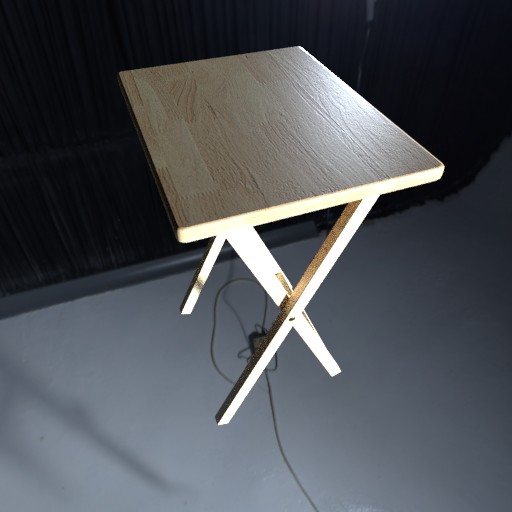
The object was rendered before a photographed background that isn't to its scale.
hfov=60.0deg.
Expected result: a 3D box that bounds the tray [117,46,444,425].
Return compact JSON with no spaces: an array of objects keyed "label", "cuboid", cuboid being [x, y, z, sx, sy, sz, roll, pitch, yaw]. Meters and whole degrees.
[{"label":"tray","cuboid":[0.000,0.000,0.953,0.381,0.660,0.483,-15,47,-15]}]
